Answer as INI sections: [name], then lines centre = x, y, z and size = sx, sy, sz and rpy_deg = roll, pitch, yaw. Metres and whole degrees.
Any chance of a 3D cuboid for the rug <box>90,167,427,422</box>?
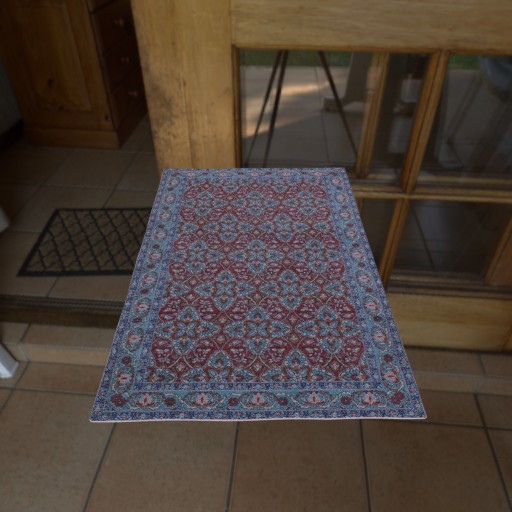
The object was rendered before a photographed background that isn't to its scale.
[rug]
centre = 0.000, 0.000, 2.291
size = 1.219, 0.009, 1.829
rpy_deg = 0, 40, 0
